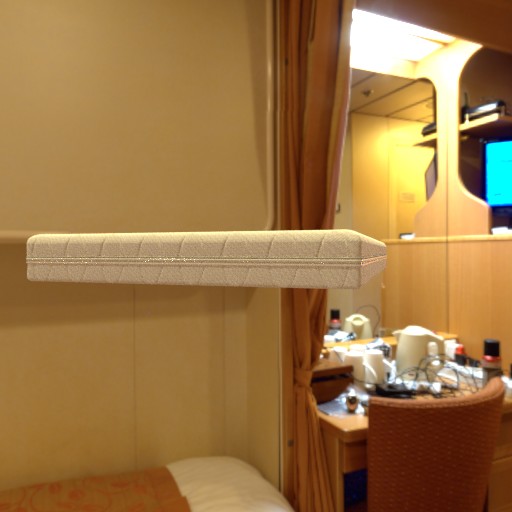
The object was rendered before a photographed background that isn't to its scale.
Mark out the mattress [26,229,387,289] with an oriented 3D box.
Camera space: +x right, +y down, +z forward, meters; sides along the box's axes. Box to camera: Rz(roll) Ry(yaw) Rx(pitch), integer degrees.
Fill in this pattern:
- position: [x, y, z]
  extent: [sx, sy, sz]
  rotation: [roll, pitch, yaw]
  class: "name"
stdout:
- position: [0.000, 0.000, 2.602]
  extent: [1.400, 0.200, 2.000]
  rotation: [0, 1, 19]
  class: "mattress"
